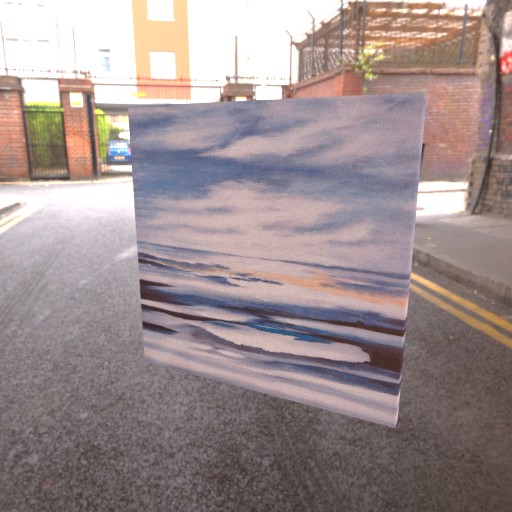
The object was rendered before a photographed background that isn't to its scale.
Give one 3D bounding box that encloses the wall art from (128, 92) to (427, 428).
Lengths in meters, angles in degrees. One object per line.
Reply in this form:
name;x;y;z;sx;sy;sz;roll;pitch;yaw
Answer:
wall art;0.000;0.000;1.125;0.747;0.747;0.035;7;16;25
